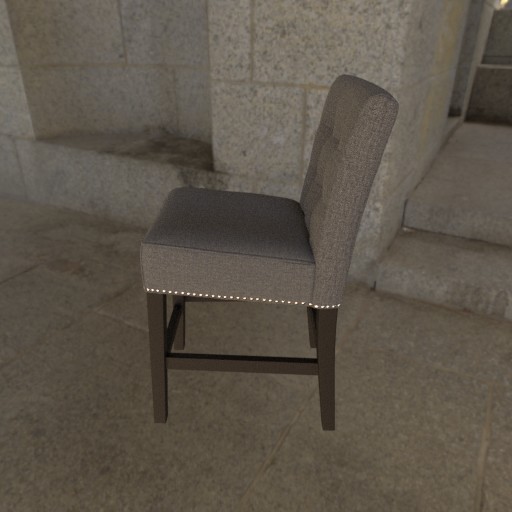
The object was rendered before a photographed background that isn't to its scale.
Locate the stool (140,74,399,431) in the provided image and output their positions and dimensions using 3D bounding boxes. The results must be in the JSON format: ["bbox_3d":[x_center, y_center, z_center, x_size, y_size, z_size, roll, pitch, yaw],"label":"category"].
[{"bbox_3d":[0.000,0.000,1.199,0.571,0.885,0.427,0,27,0],"label":"stool"}]
